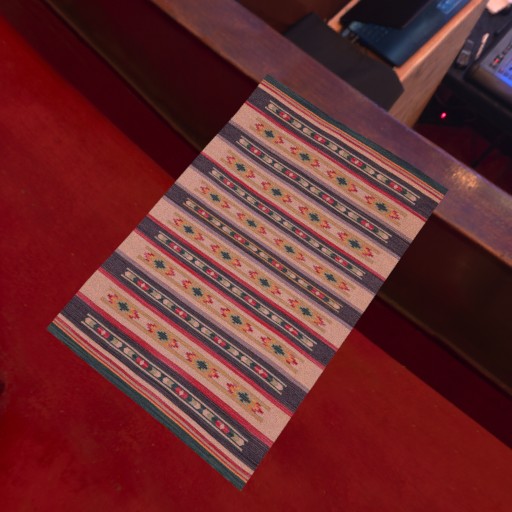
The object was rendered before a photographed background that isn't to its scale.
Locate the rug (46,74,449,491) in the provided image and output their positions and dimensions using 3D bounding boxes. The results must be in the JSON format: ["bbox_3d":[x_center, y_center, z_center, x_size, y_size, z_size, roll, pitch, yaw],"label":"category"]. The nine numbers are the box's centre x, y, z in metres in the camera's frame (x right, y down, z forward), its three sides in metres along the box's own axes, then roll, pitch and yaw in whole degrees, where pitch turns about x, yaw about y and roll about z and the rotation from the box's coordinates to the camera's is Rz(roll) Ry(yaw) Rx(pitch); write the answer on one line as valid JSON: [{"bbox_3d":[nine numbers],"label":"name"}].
[{"bbox_3d":[0.000,0.000,2.867,1.522,0.010,2.311,36,78,9],"label":"rug"}]
